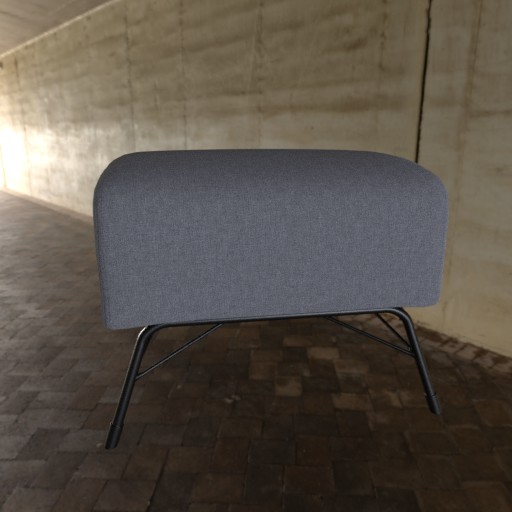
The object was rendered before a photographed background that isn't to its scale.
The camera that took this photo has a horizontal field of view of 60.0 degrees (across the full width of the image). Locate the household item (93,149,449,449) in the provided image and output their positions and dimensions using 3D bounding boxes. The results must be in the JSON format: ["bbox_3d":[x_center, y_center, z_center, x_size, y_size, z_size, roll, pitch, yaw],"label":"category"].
[{"bbox_3d":[0.000,0.000,0.873,0.530,0.410,0.530,-2,15,-9],"label":"household item"}]
